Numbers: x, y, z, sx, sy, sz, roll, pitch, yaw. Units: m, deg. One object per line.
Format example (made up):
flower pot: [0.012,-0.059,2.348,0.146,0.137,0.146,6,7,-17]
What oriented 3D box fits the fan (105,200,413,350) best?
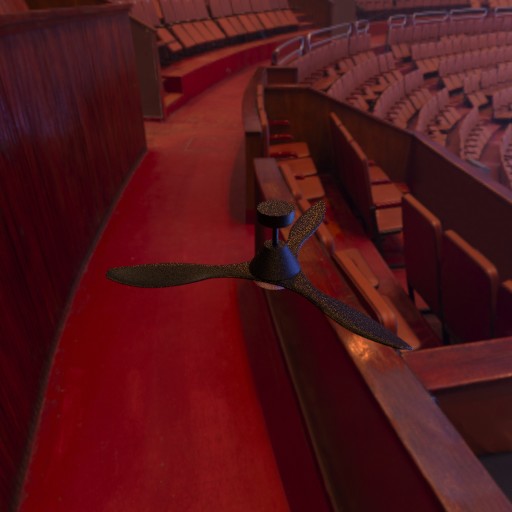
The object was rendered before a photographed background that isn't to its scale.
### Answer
fan: [0.000,0.000,1.619,1.067,0.305,1.067,-10,32,-16]
